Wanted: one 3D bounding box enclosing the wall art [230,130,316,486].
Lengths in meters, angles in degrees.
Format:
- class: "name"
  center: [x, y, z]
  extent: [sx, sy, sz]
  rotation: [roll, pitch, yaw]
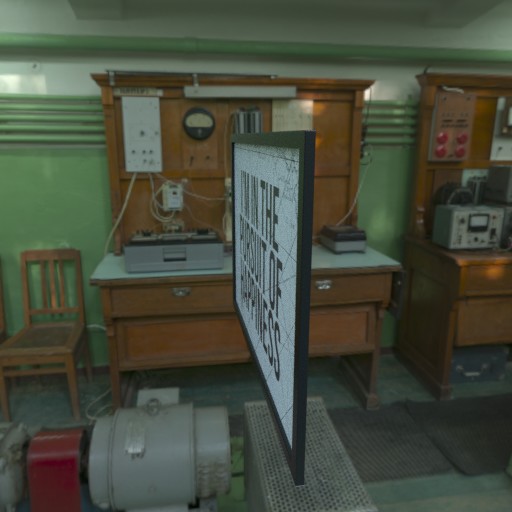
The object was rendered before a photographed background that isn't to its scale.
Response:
- class: "wall art"
  center: [0.000, 0.000, 1.032]
  extent: [0.015, 0.552, 0.819]
  rotation: [-3, 15, -10]
